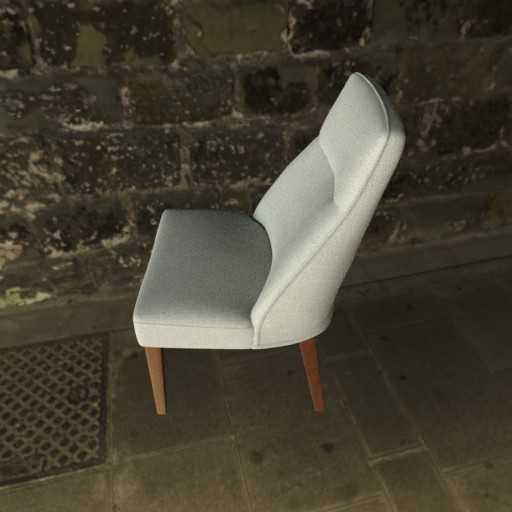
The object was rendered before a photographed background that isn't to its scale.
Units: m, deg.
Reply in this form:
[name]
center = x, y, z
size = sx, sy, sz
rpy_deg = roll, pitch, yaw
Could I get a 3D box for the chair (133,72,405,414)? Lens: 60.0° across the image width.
[chair]
center = 0.000, 0.000, 1.273
size = 0.620, 0.930, 0.500
rpy_deg = 0, 40, 0
